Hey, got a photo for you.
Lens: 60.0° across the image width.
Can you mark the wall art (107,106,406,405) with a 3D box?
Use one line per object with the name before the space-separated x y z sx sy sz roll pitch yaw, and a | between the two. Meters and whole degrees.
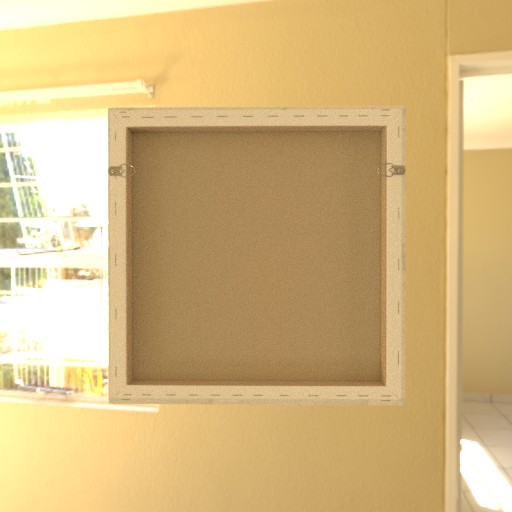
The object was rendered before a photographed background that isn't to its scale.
wall art | 0.000 0.000 0.921 0.610 0.611 0.040 0 0 1
